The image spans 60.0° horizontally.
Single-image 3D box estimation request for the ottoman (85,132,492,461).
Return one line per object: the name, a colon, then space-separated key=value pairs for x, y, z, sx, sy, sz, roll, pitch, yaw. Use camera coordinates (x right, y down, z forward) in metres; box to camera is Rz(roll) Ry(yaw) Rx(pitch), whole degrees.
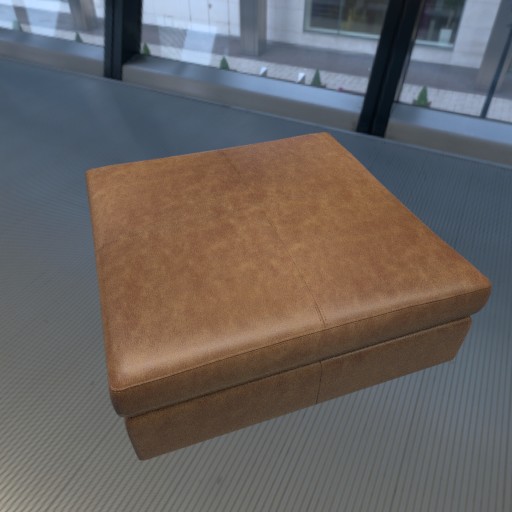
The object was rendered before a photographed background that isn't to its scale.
ottoman: x=0.000 y=0.000 z=1.749 sx=1.169 sy=0.483 sz=1.168 roll=-13 pitch=42 yaw=-15
